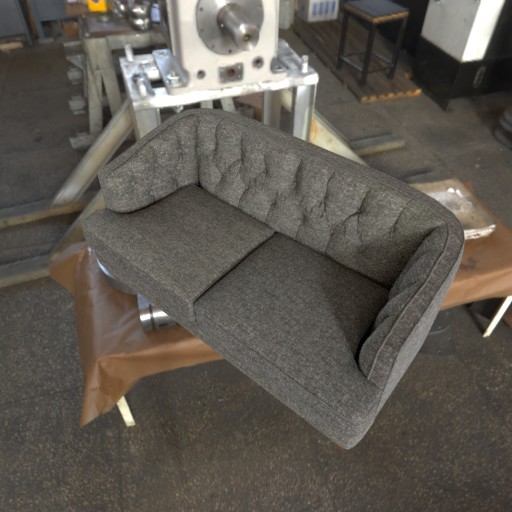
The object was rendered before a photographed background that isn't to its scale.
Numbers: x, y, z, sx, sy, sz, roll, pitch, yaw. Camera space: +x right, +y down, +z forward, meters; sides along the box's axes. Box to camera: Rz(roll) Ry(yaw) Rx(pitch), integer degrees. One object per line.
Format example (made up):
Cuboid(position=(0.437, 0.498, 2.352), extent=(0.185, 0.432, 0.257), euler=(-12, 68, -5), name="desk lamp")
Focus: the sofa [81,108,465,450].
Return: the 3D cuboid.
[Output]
Cuboid(position=(0.000, 0.000, 2.237), extent=(1.733, 0.855, 0.941), euler=(31, 53, 27), name="sofa")
